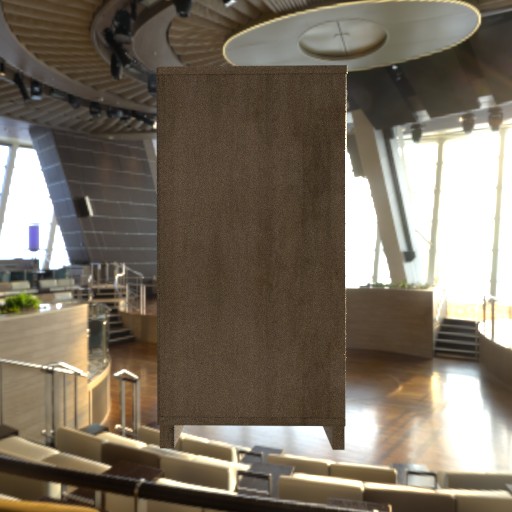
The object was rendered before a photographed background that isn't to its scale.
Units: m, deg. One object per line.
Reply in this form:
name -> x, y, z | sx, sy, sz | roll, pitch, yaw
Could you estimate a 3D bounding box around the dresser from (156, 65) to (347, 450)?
dresser -> 0.000, 0.000, 1.438 | 0.404, 0.816, 0.994 | 0, 1, 1
